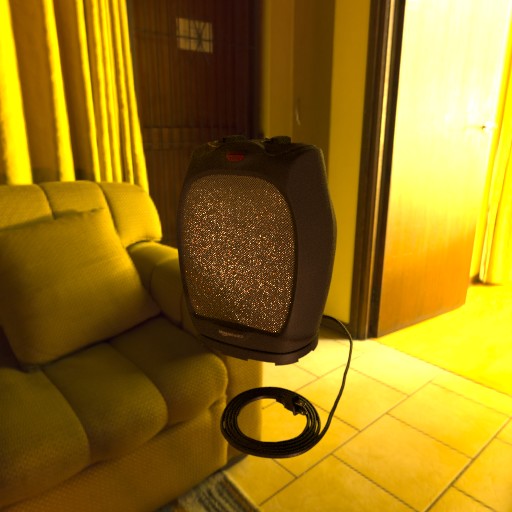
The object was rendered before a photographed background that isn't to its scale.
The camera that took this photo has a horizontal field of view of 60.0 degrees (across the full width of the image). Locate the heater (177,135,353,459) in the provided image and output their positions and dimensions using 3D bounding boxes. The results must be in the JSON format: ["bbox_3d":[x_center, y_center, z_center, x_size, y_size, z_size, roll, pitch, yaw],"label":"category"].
[{"bbox_3d":[0.000,0.000,0.489,0.239,0.255,0.291,9,19,27],"label":"heater"}]
